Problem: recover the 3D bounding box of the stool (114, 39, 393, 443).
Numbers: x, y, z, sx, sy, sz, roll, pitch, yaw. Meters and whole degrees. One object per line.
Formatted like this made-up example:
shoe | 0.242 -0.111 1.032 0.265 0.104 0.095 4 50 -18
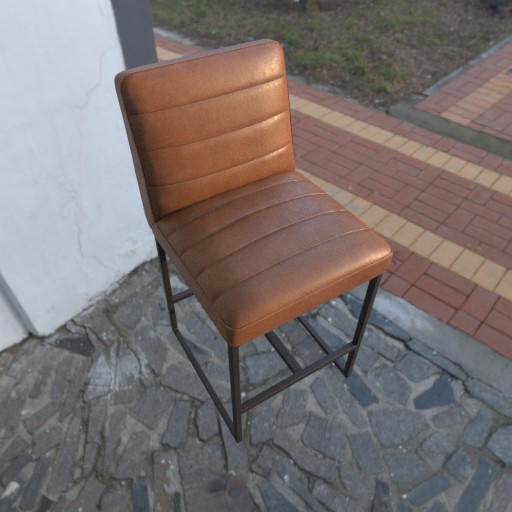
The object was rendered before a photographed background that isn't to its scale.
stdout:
stool | 0.000 0.000 1.229 0.458 0.940 0.556 -23 50 -21
